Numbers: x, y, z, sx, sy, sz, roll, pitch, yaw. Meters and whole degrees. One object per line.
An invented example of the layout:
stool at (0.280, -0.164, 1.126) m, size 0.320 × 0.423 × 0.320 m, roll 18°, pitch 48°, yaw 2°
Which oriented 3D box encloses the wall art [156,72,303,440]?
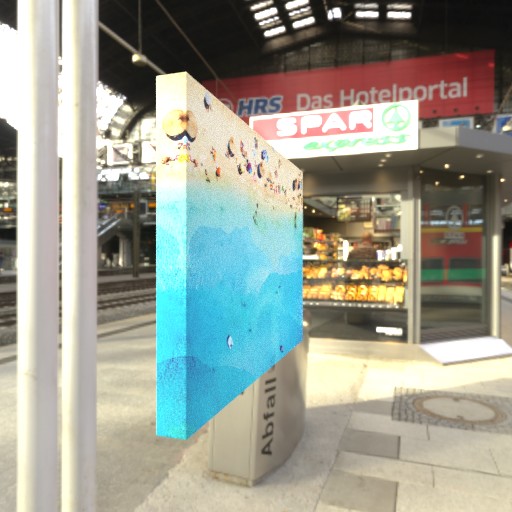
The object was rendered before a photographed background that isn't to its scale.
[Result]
wall art at (0.000, 0.000, 1.148) m, size 0.057 × 0.595 × 0.894 m, roll 0°, pitch 0°, yaw 18°
